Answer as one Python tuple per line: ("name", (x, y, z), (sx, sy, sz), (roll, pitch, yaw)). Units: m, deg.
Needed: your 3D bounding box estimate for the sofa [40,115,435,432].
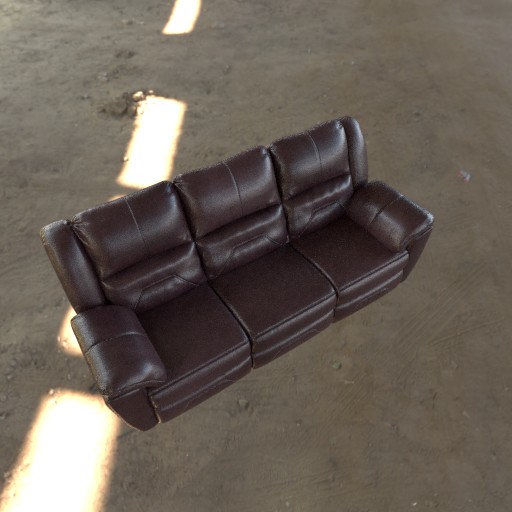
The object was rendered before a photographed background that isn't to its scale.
("sofa", (0.000, 0.000, 2.864), (2.337, 1.043, 0.991), (-25, 52, -21))
